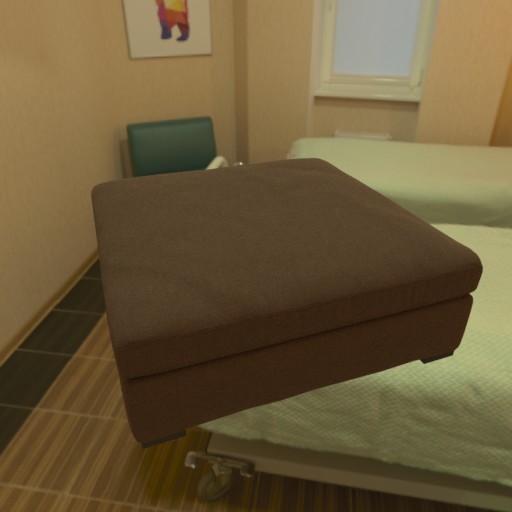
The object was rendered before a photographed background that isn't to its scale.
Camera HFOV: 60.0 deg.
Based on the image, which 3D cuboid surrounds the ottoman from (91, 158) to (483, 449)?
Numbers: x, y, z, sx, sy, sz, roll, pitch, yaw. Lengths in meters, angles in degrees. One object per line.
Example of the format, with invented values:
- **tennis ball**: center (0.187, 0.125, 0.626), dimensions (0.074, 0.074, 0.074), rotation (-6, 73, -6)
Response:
- **ottoman**: center (0.000, 0.000, 1.799), dimensions (1.181, 0.470, 1.181), rotation (-11, 32, -18)
